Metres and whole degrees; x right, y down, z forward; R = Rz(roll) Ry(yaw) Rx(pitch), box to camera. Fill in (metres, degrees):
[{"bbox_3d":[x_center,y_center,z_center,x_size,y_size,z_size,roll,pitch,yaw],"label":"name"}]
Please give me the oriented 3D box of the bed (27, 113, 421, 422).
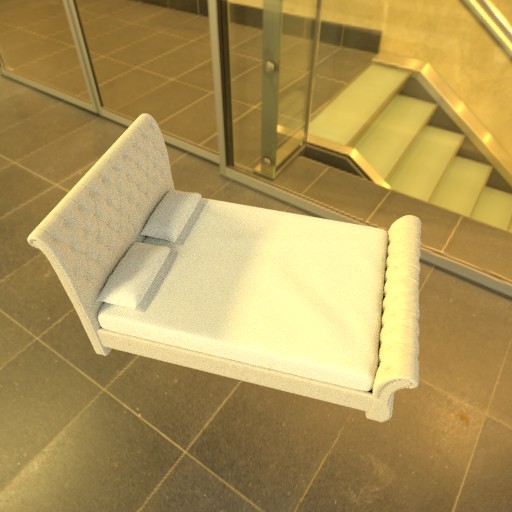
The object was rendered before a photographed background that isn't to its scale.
[{"bbox_3d":[0.000,0.000,3.456,2.493,1.268,1.606,11,47,11],"label":"bed"}]
